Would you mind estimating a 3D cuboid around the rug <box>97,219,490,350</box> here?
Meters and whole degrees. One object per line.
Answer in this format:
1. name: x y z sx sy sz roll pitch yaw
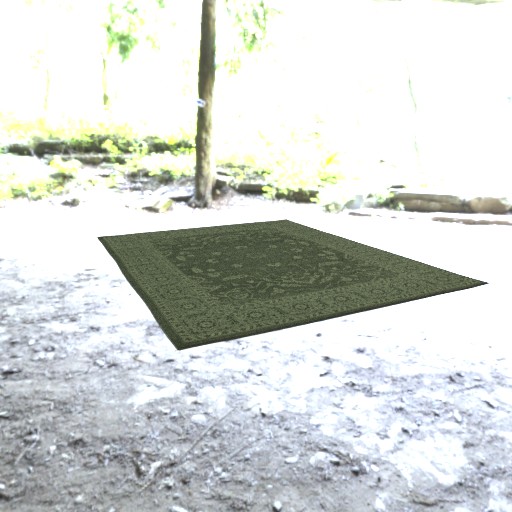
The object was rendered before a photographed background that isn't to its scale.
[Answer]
1. rug: 0.000 0.000 4.152 2.451 0.026 3.069 -7 17 -26
